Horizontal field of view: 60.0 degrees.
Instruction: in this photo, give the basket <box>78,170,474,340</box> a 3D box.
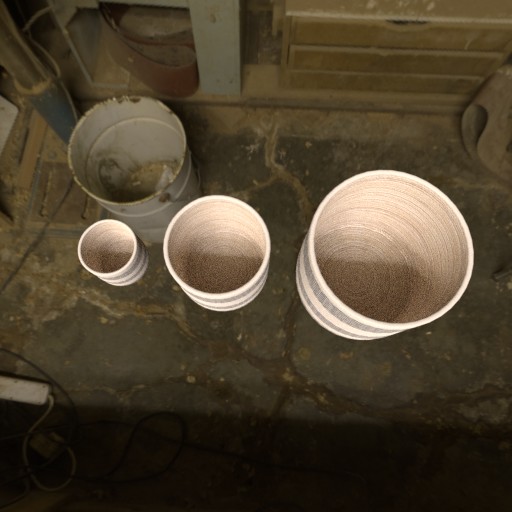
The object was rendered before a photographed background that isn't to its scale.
[{"bbox_3d":[0.000,0.000,1.102,0.917,0.356,0.351,4,75,1],"label":"basket"}]
